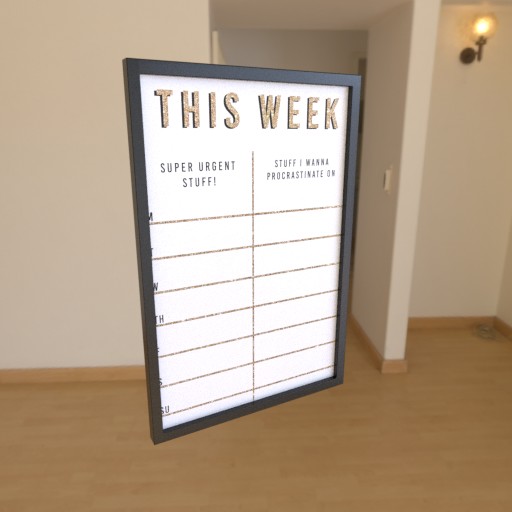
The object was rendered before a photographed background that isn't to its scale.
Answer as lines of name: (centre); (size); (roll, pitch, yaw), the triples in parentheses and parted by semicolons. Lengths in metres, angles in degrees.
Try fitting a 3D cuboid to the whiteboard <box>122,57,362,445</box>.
whiteboard: (0.000, 0.000, 0.775); (0.406, 0.611, 0.026); (-8, 18, -27)
